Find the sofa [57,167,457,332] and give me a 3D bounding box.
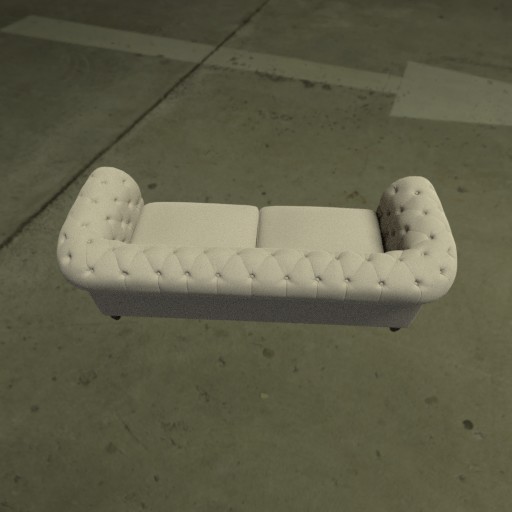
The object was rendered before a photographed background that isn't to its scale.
[{"bbox_3d":[0.000,0.000,2.947,2.411,0.749,0.991,2,47,2],"label":"sofa"}]
